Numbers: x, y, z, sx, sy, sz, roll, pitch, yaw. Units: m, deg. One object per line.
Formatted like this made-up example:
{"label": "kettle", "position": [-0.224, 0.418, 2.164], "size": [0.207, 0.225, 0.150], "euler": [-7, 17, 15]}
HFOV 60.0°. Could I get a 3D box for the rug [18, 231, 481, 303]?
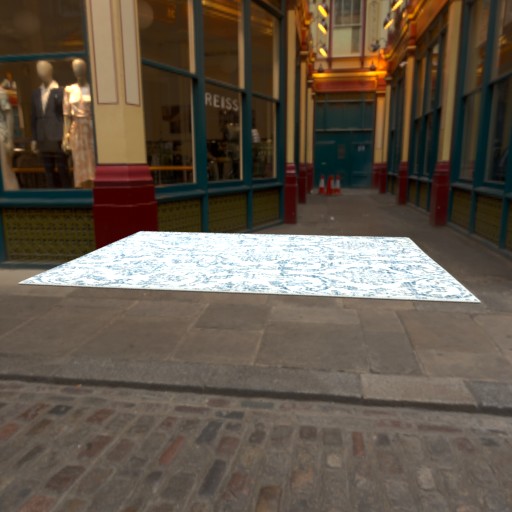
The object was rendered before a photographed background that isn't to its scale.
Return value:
{"label": "rug", "position": [0.000, 0.000, 2.840], "size": [2.197, 0.014, 1.586], "euler": [2, 13, 8]}
